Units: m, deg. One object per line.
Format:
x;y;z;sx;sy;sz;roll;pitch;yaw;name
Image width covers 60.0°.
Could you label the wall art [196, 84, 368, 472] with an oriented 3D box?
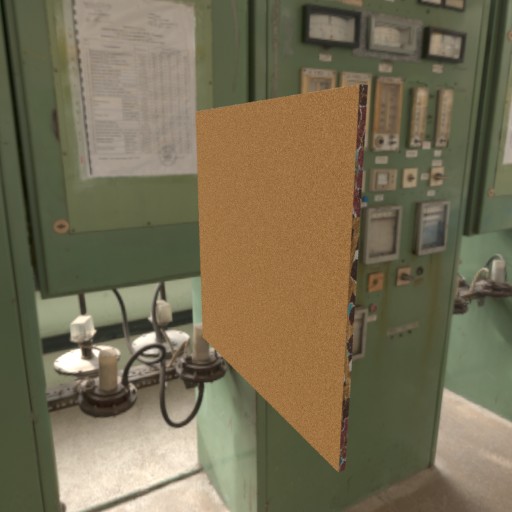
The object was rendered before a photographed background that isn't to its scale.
0.000;0.000;0.618;0.010;0.406;0.404;-8;16;-28;wall art
